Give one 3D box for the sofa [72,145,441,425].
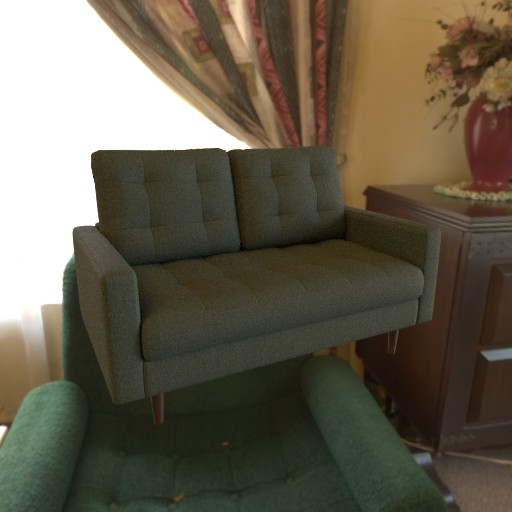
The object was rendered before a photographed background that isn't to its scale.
[{"bbox_3d":[0.000,0.000,1.936,1.407,0.907,0.842,-8,18,-27],"label":"sofa"}]
